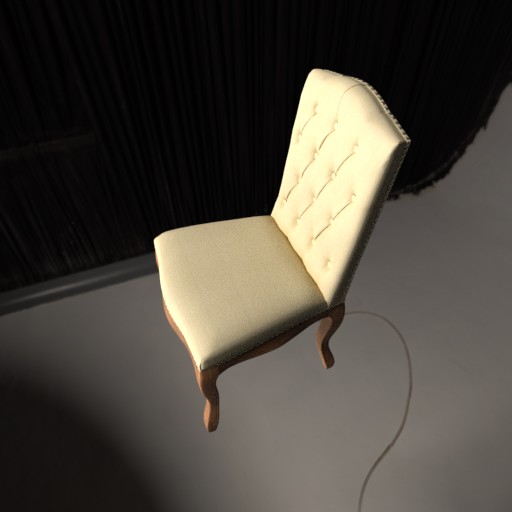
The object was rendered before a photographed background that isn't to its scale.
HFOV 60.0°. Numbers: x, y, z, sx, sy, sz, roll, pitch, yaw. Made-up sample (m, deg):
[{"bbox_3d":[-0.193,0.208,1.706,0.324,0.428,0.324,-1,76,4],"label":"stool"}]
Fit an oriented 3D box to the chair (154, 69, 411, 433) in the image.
[{"bbox_3d":[0.000,0.000,1.597,0.715,1.165,0.623,-17,49,-15],"label":"chair"}]
